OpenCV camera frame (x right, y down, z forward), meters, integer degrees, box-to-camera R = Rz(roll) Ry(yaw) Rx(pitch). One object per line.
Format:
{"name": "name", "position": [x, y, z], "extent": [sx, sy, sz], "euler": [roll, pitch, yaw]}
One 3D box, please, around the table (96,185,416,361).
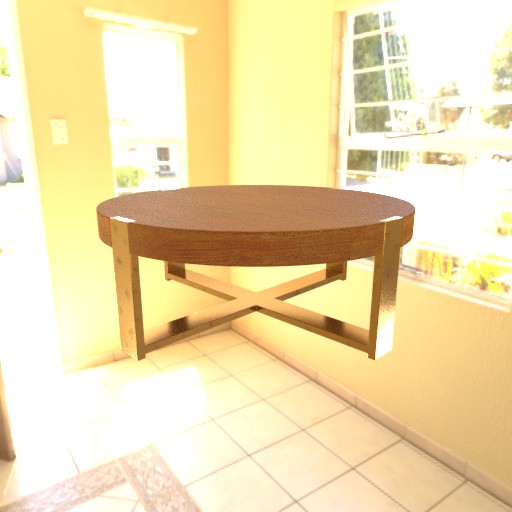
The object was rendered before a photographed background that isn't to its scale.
{"name": "table", "position": [0.000, 0.000, 1.676], "extent": [1.100, 0.420, 1.100], "euler": [0, 15, 0]}
